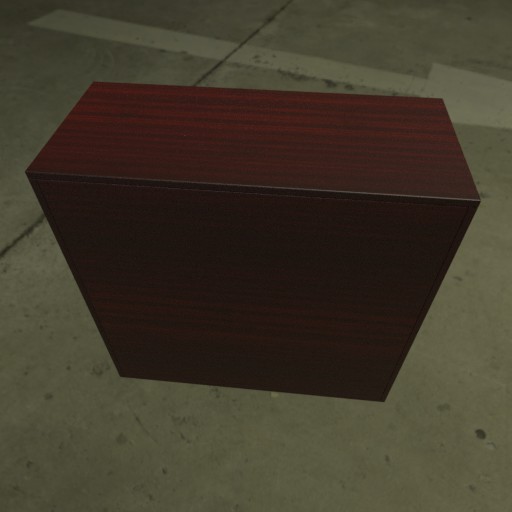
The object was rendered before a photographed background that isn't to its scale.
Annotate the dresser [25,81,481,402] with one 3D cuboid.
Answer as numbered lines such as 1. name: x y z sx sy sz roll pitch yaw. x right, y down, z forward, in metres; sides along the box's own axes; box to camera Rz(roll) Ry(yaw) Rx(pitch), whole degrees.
1. dresser: 0.000 0.000 1.108 0.750 0.720 0.360 4 47 4
